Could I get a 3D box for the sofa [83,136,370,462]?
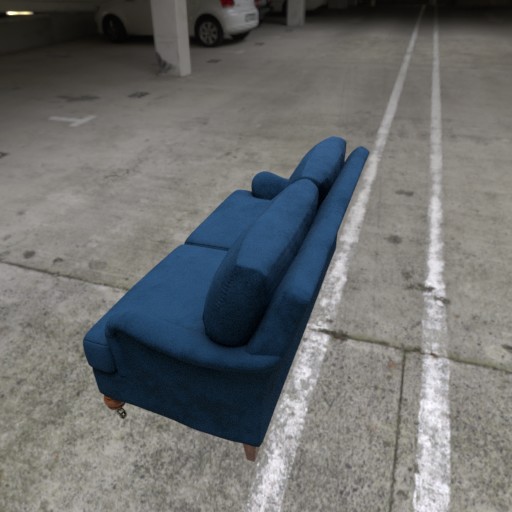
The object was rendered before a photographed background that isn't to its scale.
[{"bbox_3d":[0.000,0.000,2.782,1.084,1.101,2.141,9,31,16],"label":"sofa"}]
